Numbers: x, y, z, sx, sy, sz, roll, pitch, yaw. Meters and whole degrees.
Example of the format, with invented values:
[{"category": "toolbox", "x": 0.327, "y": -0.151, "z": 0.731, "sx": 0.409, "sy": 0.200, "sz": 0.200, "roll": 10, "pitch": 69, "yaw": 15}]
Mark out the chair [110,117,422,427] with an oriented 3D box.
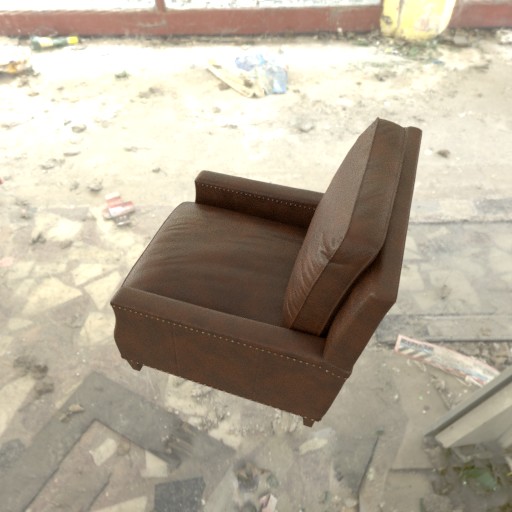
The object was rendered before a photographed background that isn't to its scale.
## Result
[{"category": "chair", "x": 0.000, "y": 0.000, "z": 1.821, "sx": 1.035, "sy": 1.054, "sz": 0.854, "roll": 14, "pitch": 49, "yaw": 13}]
